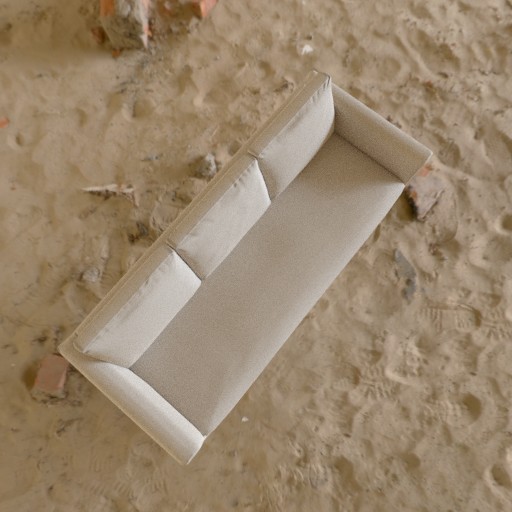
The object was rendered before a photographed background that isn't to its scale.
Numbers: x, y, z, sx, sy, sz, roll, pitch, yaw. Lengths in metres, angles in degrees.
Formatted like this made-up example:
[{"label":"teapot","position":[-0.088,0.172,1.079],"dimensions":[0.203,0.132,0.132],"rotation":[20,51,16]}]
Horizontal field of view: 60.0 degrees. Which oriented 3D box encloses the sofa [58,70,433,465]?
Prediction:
[{"label":"sofa","position":[0.000,0.000,2.644],"dimensions":[0.902,0.911,2.198],"rotation":[38,79,9]}]
